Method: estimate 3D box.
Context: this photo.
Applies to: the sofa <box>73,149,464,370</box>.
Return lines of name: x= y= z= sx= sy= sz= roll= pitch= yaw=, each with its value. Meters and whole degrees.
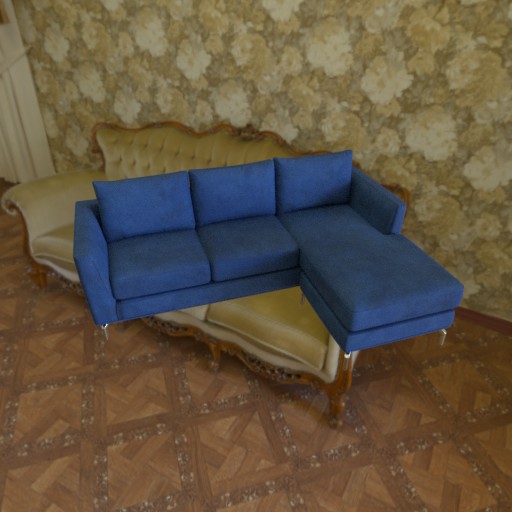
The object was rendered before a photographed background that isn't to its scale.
sofa: x=0.000 y=0.000 z=3.250 sx=2.438 sy=0.987 sz=1.622 roll=-10 pitch=34 yaw=-15
